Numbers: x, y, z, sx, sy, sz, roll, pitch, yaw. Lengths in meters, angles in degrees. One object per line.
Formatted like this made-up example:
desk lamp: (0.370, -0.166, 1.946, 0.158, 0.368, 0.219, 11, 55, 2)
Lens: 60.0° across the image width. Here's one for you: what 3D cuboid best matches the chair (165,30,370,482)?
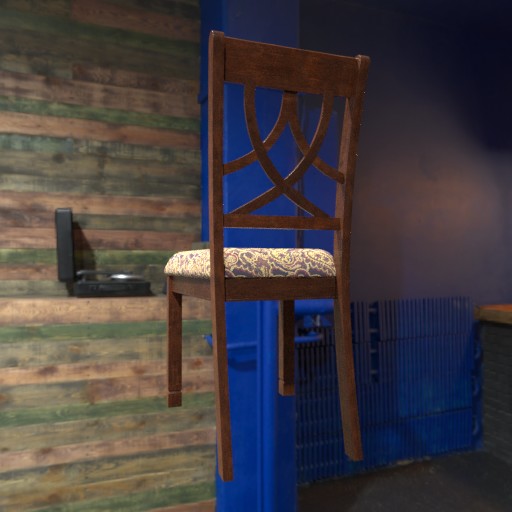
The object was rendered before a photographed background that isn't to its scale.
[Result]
chair: (0.000, 0.000, 1.273, 0.457, 0.965, 0.584, 0, -1, -18)
